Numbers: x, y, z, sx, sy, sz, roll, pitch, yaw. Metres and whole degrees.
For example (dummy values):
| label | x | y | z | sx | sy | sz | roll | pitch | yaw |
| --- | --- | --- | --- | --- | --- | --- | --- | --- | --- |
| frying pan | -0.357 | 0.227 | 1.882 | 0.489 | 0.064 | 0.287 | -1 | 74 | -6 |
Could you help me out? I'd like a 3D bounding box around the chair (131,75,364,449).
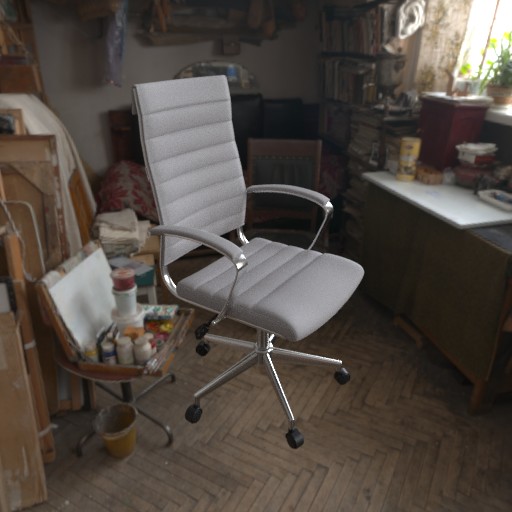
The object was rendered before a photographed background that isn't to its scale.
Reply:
| label | x | y | z | sx | sy | sz | roll | pitch | yaw |
| --- | --- | --- | --- | --- | --- | --- | --- | --- | --- |
| chair | 0.000 | 0.000 | 1.586 | 0.667 | 1.149 | 0.679 | 18 | 32 | 31 |
